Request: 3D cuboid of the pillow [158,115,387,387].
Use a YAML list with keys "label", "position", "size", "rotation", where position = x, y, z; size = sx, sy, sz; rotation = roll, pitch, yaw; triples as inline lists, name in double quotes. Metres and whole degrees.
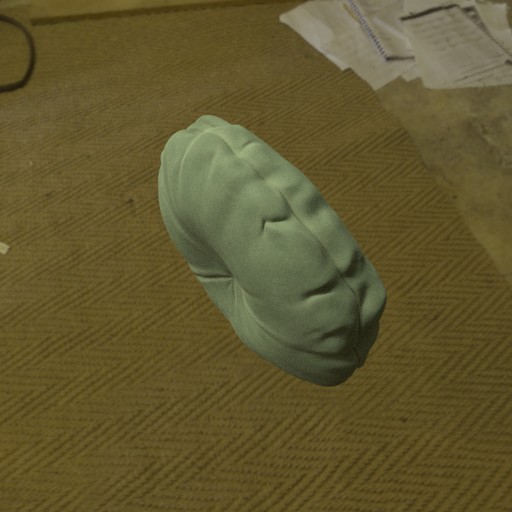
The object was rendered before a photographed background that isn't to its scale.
- label: "pillow"
  position: [0.000, 0.000, 0.655]
  size: [0.148, 0.407, 0.428]
  rotation: [-35, 65, -19]
